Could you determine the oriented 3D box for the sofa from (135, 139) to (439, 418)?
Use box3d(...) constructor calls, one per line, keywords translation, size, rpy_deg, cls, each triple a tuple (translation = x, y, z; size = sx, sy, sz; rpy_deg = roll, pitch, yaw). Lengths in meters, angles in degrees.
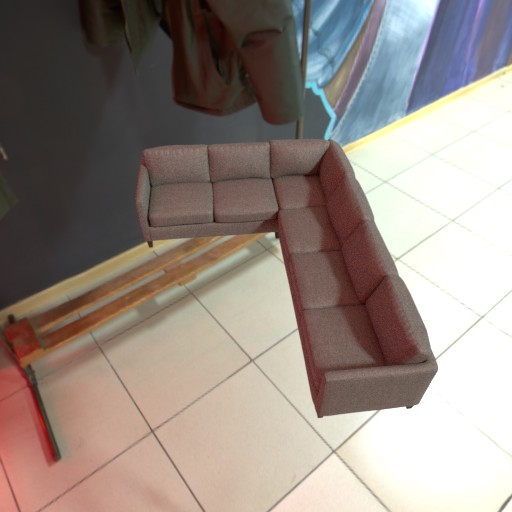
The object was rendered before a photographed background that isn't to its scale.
box3d(translation=(0.000, 0.000, 4.641), size=(2.593, 0.947, 3.302), rpy_deg=(-4, 45, -4), cls="sofa")
